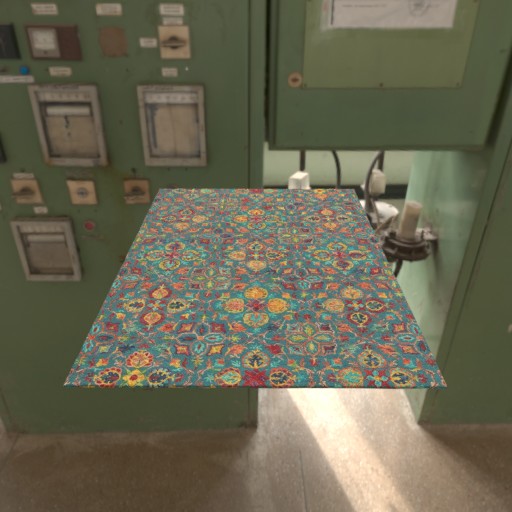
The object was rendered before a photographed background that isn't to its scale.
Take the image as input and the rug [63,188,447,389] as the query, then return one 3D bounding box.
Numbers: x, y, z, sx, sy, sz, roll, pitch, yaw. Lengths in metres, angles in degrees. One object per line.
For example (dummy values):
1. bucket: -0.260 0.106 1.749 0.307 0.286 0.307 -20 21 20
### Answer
1. rug: 0.000 0.000 4.165 2.434 0.025 3.204 0 31 0
